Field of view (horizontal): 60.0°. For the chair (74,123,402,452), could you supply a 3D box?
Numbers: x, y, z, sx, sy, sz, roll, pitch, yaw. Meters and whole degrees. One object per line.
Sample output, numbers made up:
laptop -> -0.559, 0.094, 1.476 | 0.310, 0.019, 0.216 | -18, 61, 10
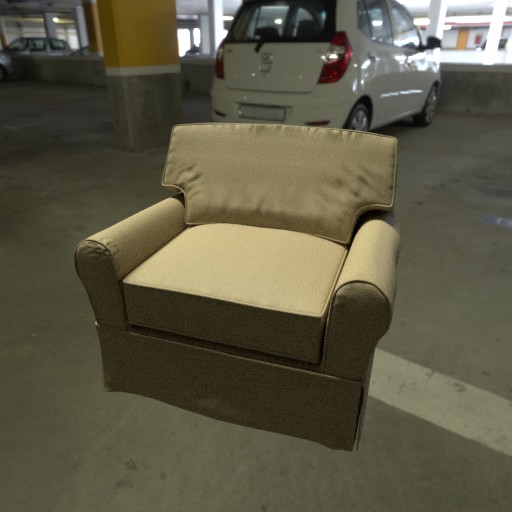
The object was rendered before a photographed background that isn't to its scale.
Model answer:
chair -> 0.000, 0.000, 1.784 | 1.096, 0.937, 0.903 | 8, 27, 17
